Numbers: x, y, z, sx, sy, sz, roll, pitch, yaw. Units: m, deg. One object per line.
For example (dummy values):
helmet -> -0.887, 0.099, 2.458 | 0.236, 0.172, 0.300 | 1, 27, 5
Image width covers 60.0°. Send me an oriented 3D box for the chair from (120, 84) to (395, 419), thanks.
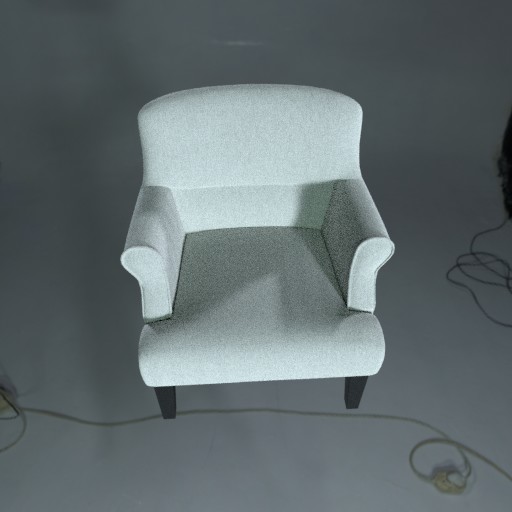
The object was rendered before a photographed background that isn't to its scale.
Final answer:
chair -> 0.000, 0.000, 1.488 | 0.781, 0.875, 0.750 | -2, 44, -2
